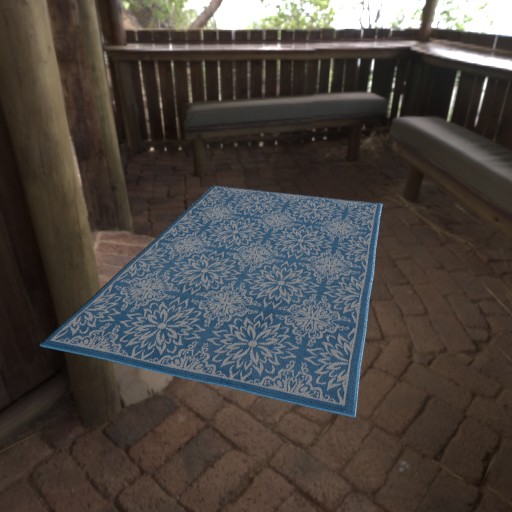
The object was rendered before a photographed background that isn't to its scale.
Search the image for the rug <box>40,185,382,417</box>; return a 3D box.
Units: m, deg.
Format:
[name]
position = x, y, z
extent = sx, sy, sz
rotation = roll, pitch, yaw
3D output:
[rug]
position = 0.000, 0.000, 3.529
extent = 1.830, 0.018, 2.769
rotation = 8, 30, 14
